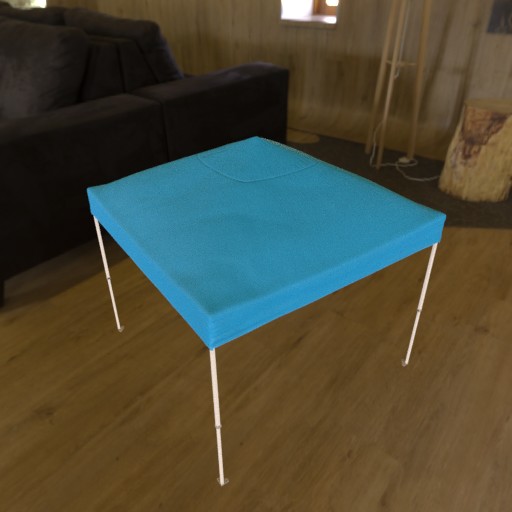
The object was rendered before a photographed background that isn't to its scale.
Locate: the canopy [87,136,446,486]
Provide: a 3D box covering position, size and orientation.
[{"bbox_3d":[0.000,0.000,5.507,2.998,2.997,2.996,-21,38,-29],"label":"canopy"}]
